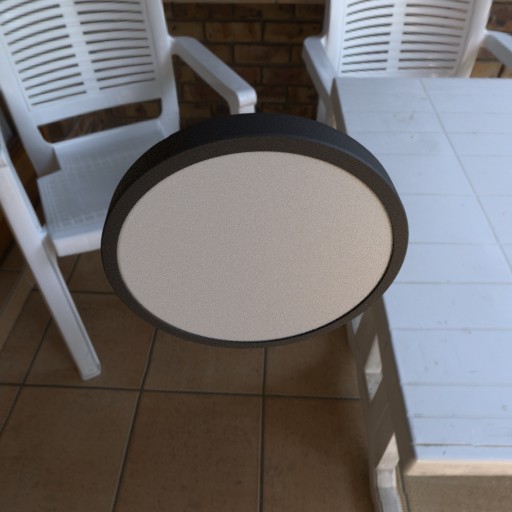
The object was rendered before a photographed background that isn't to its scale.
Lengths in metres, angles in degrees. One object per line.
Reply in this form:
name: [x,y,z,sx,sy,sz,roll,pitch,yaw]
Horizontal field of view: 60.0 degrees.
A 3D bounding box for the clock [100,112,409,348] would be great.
clock: [0.000,0.000,0.444,0.293,0.293,0.040,-2,46,-2]
